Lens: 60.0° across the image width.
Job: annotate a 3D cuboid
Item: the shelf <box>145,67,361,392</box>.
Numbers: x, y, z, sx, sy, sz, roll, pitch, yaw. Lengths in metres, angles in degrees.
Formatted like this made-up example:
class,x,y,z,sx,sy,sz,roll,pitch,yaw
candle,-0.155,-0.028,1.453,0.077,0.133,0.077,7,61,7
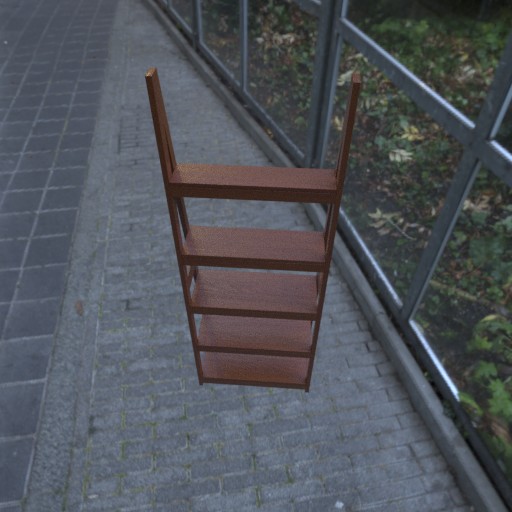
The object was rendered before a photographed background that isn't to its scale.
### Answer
class,x,y,z,sx,sy,sz,roll,pitch,yaw
shelf,0.000,0.000,2.026,0.630,1.780,0.356,3,45,3
